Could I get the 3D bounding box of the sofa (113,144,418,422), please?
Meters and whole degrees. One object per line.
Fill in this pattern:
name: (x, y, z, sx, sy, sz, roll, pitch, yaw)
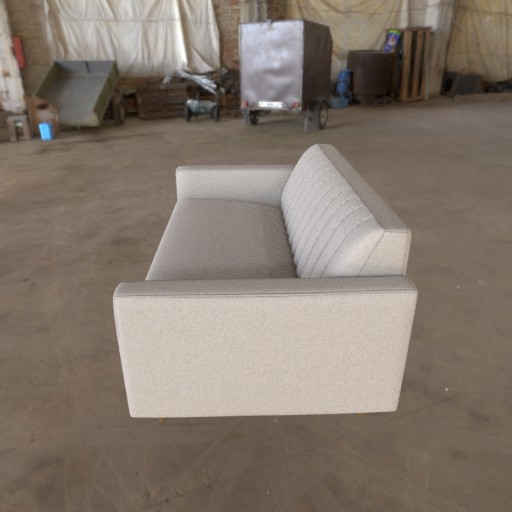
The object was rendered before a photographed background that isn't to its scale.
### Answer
sofa: (0.000, 0.000, 2.128, 0.950, 0.801, 1.585, -1, 25, -2)
